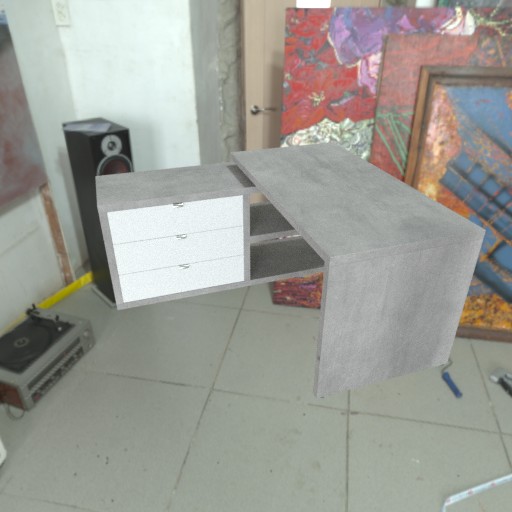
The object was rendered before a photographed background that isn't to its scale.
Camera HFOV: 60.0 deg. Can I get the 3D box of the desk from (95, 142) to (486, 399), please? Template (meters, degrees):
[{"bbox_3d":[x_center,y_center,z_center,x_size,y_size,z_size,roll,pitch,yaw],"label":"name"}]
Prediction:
[{"bbox_3d":[0.000,0.000,2.352,1.500,0.740,1.400,-10,31,-16],"label":"desk"}]
